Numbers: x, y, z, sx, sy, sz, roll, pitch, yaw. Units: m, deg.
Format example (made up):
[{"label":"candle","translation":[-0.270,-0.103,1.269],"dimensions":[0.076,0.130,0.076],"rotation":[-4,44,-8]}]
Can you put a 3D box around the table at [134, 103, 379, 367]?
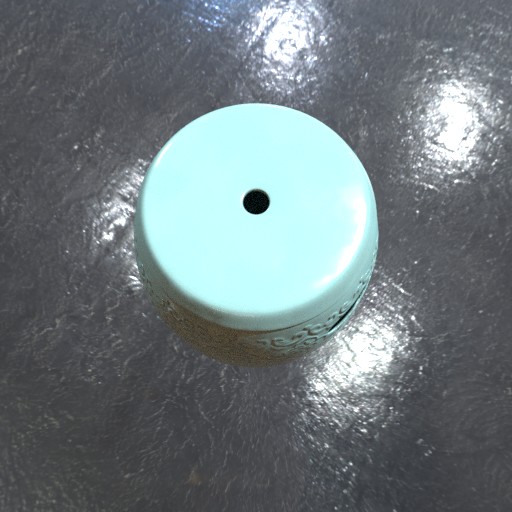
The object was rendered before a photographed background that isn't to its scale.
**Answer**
[{"label":"table","translation":[0.000,0.000,0.633],"dimensions":[0.309,0.397,0.309],"rotation":[0,74,0]}]
